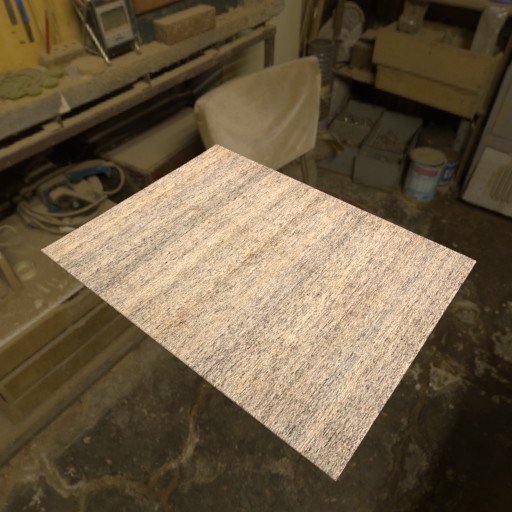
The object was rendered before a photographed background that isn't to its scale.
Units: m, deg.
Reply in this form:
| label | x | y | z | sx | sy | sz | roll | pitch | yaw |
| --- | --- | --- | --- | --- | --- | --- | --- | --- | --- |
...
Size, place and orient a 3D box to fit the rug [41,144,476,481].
| label | x | y | z | sx | sy | sz | roll | pitch | yaw |
| --- | --- | --- | --- | --- | --- | --- | --- | --- | --- |
| rug | 0.000 | 0.000 | 4.075 | 3.199 | 0.036 | 2.414 | 30 | 52 | 27 |
